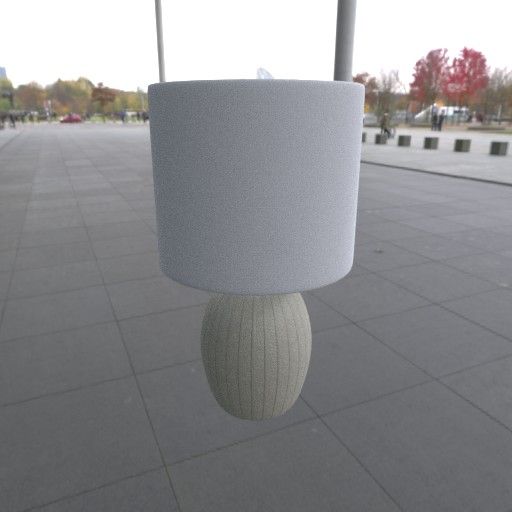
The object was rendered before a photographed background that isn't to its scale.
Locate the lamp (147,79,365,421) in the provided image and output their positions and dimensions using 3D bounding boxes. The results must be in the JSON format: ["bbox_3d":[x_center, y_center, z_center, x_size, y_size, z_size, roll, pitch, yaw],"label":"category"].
[{"bbox_3d":[0.000,0.000,0.768,0.329,0.570,0.329,-3,18,-9],"label":"lamp"}]
